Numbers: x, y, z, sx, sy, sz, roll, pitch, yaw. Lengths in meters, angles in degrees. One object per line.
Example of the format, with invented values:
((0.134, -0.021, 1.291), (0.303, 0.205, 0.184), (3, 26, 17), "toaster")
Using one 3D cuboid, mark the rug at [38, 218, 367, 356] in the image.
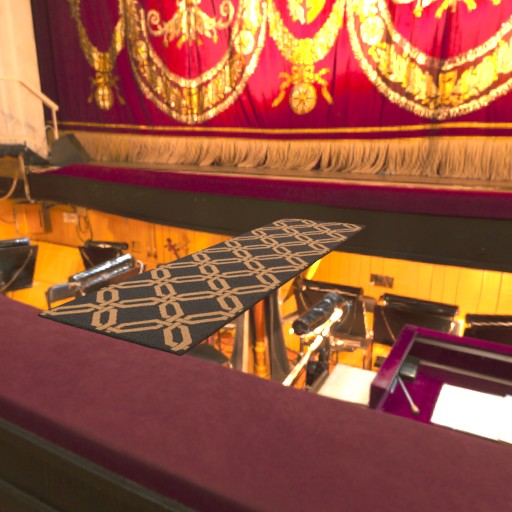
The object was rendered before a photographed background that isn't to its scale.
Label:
((0.000, 0.000, 2.495), (0.678, 0.014, 2.276), (8, 17, 27), "rug")
